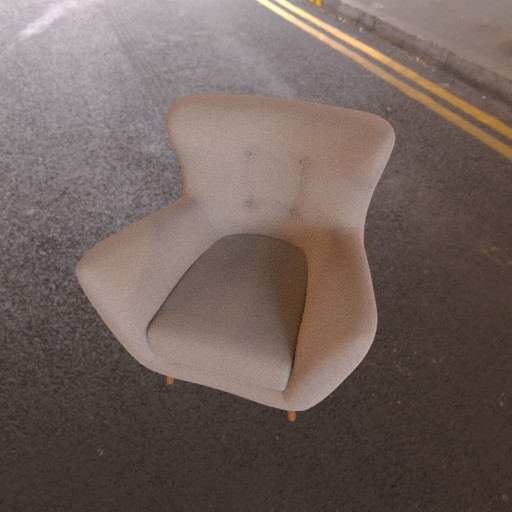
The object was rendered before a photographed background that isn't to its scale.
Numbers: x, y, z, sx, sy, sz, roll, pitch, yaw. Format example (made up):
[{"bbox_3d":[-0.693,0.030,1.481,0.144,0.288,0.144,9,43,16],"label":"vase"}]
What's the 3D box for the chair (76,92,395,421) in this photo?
[{"bbox_3d":[0.000,0.000,1.615,0.890,0.889,0.889,12,43,13],"label":"chair"}]
